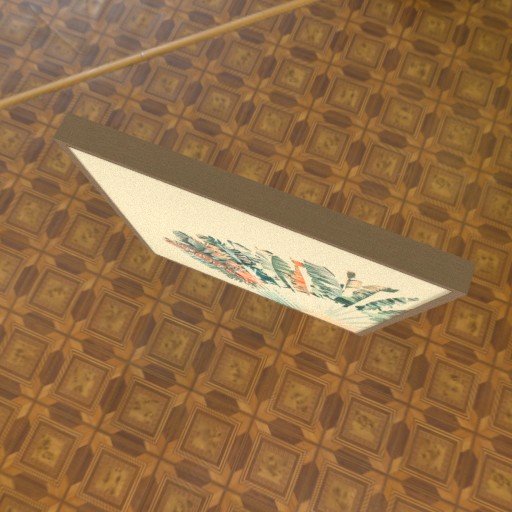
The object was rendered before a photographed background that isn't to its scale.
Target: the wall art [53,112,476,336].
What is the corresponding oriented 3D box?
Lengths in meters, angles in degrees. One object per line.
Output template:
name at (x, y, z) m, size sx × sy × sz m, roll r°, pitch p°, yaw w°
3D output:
wall art at (0.000, 0.000, 0.754) m, size 0.508 × 0.506 × 0.038 m, roll 21°, pitch 76°, yaw 6°
